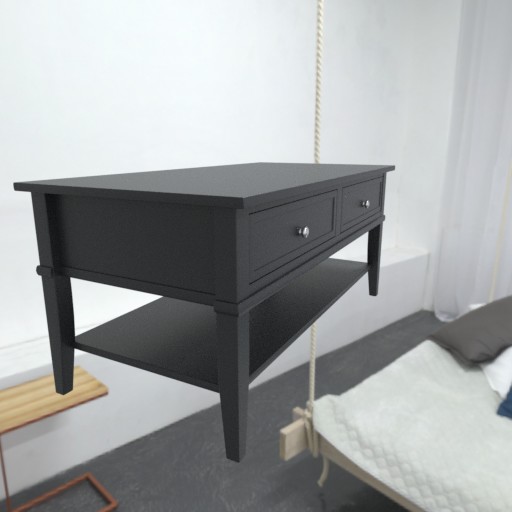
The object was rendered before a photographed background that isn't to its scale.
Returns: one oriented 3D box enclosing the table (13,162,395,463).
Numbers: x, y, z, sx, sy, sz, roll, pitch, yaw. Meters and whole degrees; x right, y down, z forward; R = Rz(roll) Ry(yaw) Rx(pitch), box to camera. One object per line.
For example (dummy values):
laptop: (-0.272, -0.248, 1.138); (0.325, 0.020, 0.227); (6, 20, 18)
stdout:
table: (0.000, 0.000, 1.253); (0.523, 0.470, 1.044); (8, 16, 27)
